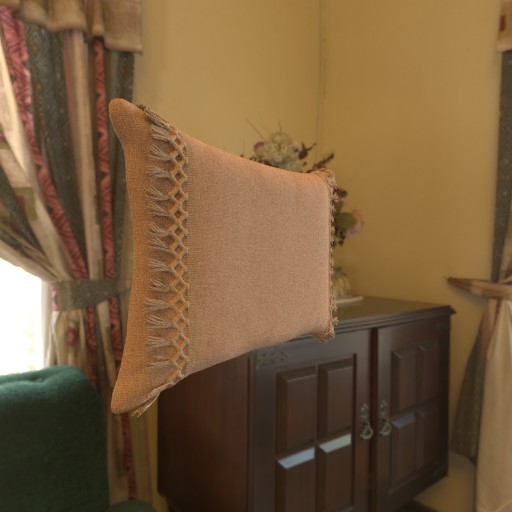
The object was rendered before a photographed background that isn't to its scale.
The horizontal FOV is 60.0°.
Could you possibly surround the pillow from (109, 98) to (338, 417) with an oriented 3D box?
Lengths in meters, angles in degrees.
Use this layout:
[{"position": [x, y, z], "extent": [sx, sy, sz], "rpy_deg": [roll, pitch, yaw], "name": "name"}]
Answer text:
[{"position": [0.000, 0.000, 0.602], "extent": [0.084, 0.305, 0.466], "rpy_deg": [0, 0, 36], "name": "pillow"}]
